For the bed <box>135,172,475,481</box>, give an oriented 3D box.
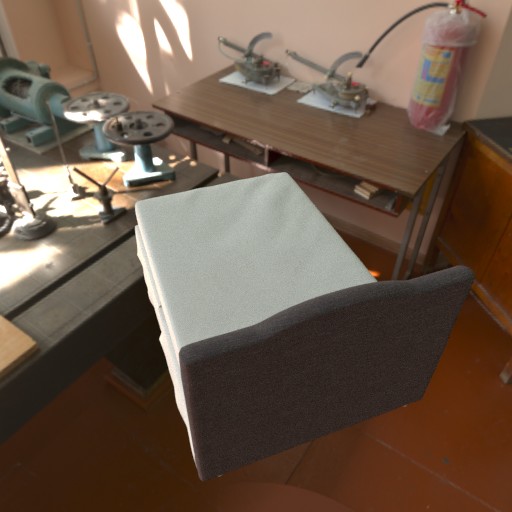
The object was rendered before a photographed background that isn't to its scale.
[{"bbox_3d":[0.000,0.000,3.530,1.741,1.441,2.507,-14,43,-15],"label":"bed"}]
